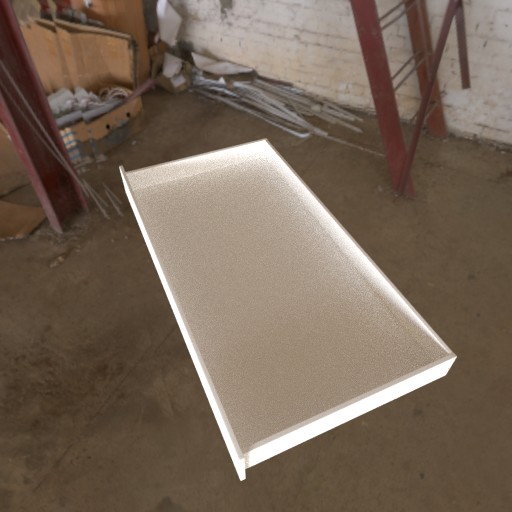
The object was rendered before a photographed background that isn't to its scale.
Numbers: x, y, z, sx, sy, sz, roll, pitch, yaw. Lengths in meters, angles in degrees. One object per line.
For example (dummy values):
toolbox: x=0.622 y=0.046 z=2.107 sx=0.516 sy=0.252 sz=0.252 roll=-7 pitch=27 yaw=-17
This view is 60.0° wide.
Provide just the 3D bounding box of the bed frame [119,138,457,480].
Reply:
bed frame: x=0.000 y=0.000 z=1.585 sx=0.670 sy=0.141 sz=1.300 roll=-18 pitch=49 yaw=-17
